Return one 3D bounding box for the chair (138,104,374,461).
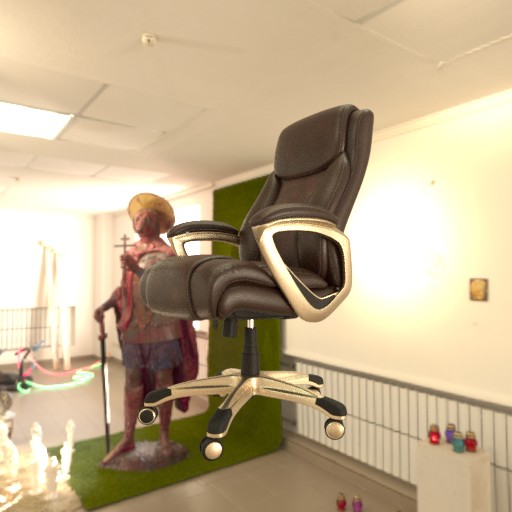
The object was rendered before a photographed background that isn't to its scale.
[{"bbox_3d":[0.000,0.000,1.643,0.749,1.194,0.692,1,-2,-36],"label":"chair"}]
